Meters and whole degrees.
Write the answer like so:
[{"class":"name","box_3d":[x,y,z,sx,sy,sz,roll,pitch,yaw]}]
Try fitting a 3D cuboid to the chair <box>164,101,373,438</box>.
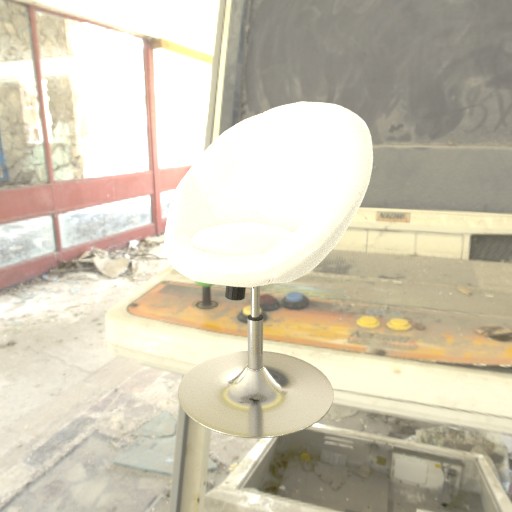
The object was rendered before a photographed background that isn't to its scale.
[{"class":"chair","box_3d":[0.000,0.000,1.869,0.940,1.261,0.736,14,21,42]}]
